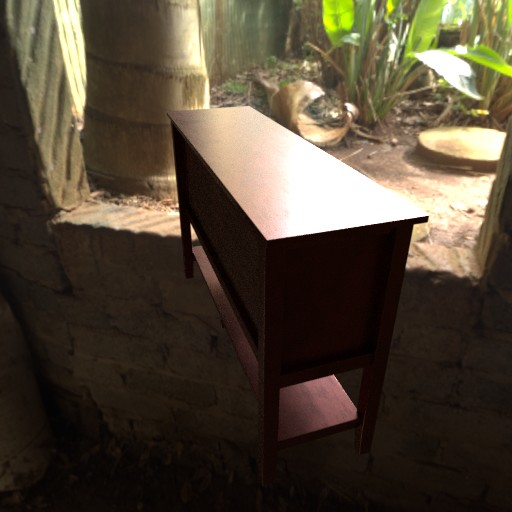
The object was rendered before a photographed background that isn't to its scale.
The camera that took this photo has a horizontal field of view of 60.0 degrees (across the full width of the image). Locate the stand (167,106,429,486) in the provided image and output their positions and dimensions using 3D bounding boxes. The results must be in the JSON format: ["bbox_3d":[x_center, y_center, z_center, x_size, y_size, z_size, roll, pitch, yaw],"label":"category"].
[{"bbox_3d":[0.000,0.000,1.743,0.410,0.872,1.362,-9,31,-16],"label":"stand"}]
